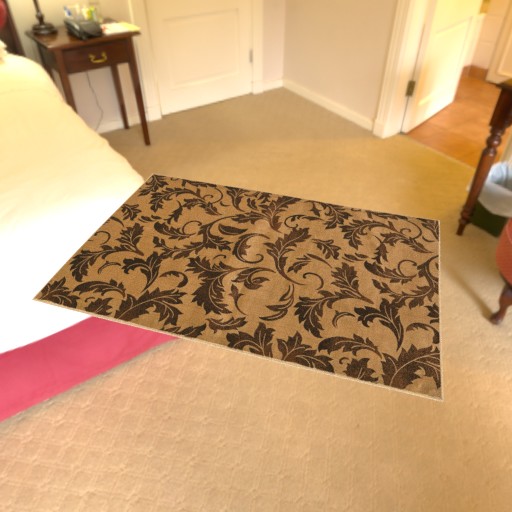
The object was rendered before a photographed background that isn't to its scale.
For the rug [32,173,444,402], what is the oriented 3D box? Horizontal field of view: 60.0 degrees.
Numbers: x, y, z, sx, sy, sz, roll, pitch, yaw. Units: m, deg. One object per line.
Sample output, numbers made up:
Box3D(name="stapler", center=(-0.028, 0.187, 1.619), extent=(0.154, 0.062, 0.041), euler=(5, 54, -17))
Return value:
Box3D(name="rug", center=(0.000, 0.000, 2.868), extent=(2.284, 0.008, 1.522), euler=(11, 42, 13))
